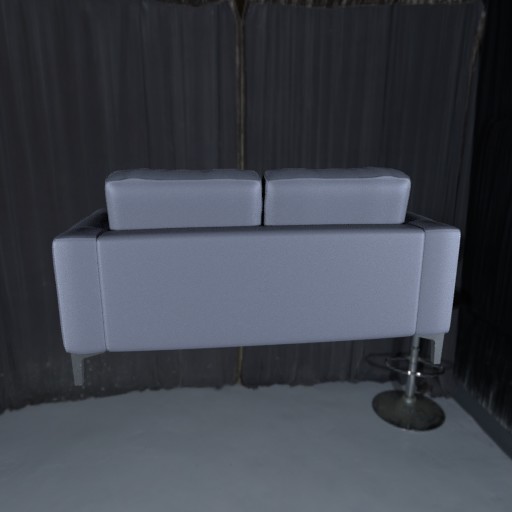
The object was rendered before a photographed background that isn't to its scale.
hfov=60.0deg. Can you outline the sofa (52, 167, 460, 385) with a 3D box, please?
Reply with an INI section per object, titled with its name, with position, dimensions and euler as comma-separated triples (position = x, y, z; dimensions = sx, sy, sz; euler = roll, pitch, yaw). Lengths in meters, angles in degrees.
[sofa]
position = 0.000, 0.000, 2.238
dimensions = 1.726, 0.893, 0.833
euler = -2, 15, -7
